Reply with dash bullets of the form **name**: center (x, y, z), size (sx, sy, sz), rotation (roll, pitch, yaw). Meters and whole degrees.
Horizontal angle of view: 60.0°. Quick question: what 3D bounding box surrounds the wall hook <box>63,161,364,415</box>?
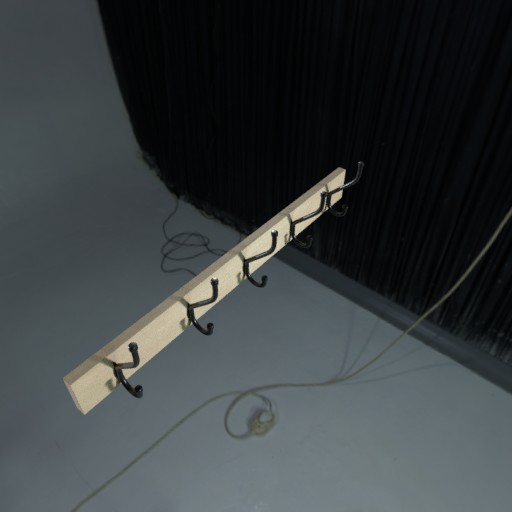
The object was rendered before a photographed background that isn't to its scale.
- **wall hook**: center (0.000, 0.000, 0.625), size (0.071, 0.117, 0.571), rotation (28, 48, 28)
